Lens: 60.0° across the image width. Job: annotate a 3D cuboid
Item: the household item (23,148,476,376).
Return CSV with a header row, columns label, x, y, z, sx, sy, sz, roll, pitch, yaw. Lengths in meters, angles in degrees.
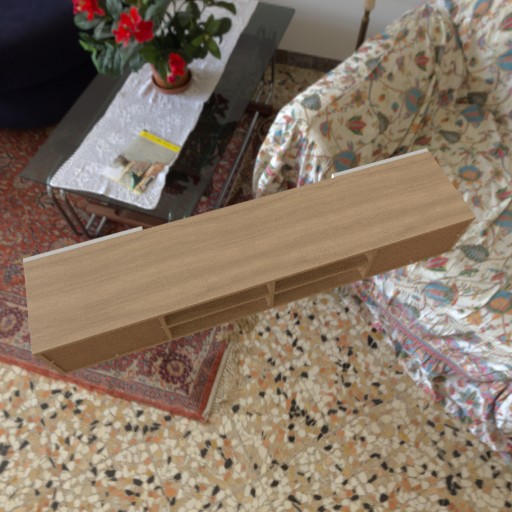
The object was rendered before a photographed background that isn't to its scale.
label,x,y,z,sx,sy,sz,roll,pitch,yaw
household item,0.000,0.000,1.980,1.850,0.310,0.420,-17,61,-9
